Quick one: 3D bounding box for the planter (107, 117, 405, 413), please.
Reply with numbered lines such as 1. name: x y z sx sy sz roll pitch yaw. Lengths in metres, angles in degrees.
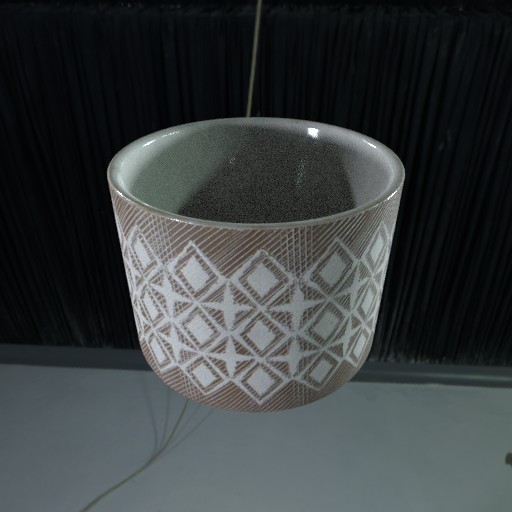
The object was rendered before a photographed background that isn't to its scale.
1. planter: 0.000 0.000 0.224 0.126 0.104 0.126 0 33 0
